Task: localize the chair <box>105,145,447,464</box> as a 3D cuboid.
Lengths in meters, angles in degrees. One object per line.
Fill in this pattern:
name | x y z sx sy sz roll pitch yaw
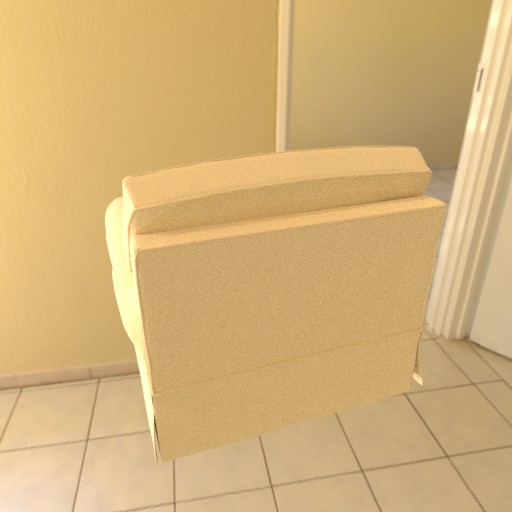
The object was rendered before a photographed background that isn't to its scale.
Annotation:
chair | 0.000 0.000 1.761 1.099 0.958 0.904 -9 28 -18
